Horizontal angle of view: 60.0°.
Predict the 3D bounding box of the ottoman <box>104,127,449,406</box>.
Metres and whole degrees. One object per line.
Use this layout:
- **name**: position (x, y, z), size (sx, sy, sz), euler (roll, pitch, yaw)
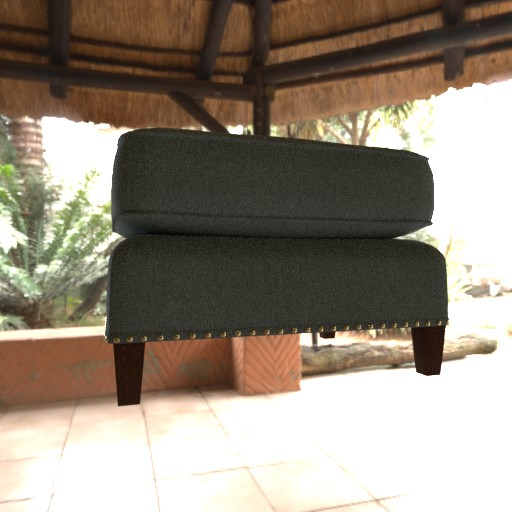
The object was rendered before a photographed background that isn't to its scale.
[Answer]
- **ottoman**: position (0.000, 0.000, 1.150), size (0.738, 0.537, 0.589), euler (0, -1, -18)
